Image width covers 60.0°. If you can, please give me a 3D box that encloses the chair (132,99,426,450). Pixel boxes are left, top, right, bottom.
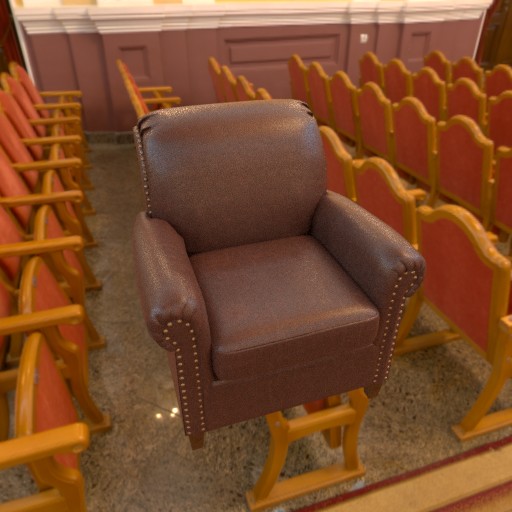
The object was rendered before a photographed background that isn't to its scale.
[{"bbox_3d":[0.000,0.000,1.609,0.854,0.927,0.890,-10,34,-15],"label":"chair"}]
